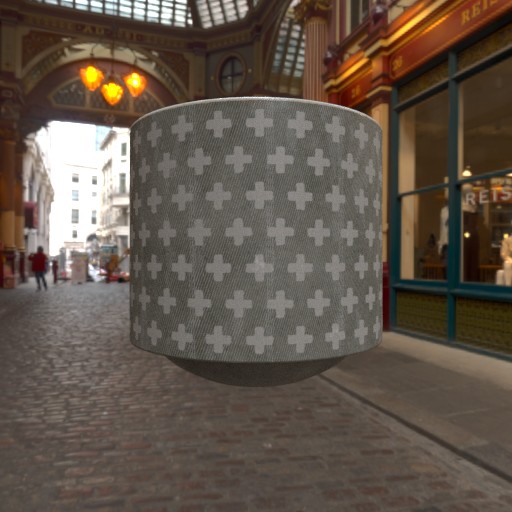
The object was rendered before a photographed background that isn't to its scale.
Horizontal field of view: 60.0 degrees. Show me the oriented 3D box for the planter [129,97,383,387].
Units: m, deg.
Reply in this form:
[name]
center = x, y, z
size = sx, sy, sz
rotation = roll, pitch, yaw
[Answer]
[planter]
center = 0.000, 0.000, 0.456
size = 0.250, 0.239, 0.250
rotation = 0, 0, 0
